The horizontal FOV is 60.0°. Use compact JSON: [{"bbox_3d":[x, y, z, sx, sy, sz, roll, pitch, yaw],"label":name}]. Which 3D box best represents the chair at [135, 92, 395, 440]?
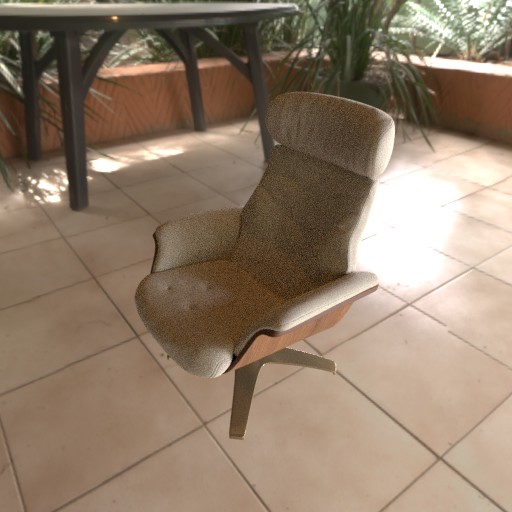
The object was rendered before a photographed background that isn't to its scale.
[{"bbox_3d":[0.000,0.000,1.579,0.837,0.995,0.785,-22,38,-31],"label":"chair"}]
